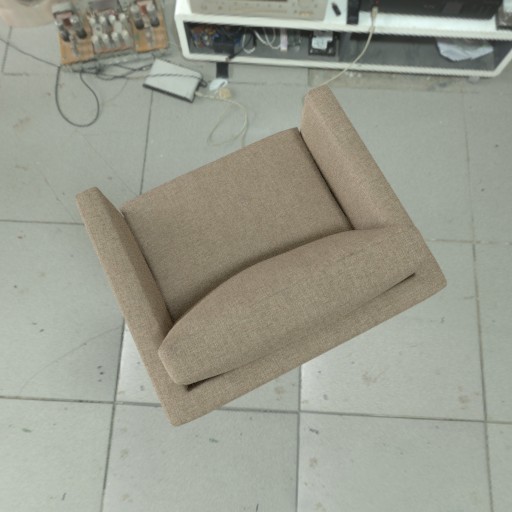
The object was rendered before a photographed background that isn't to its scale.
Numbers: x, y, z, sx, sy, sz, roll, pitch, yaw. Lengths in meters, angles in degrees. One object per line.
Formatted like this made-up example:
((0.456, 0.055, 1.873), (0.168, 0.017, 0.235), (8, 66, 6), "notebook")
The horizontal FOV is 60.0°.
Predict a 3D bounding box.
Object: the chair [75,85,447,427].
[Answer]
((0.000, 0.000, 1.889), (1.107, 0.987, 0.959), (-26, 78, -6), "chair")
